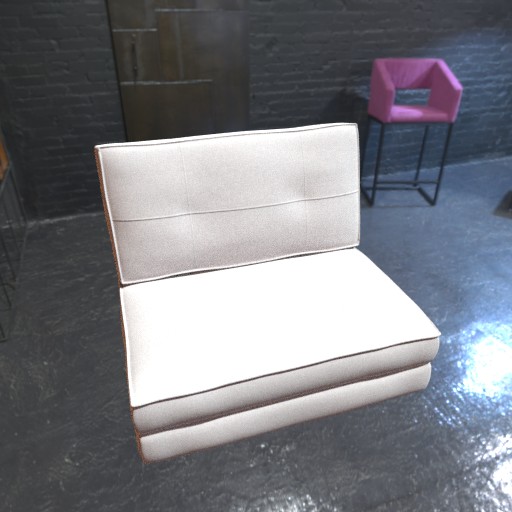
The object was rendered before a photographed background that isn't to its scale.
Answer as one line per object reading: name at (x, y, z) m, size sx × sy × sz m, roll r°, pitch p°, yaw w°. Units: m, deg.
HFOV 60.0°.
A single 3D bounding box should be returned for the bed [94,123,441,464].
bed at (0.000, 0.000, 1.272) m, size 0.799 × 0.614 × 0.749 m, roll -9°, pitch 32°, yaw -15°
